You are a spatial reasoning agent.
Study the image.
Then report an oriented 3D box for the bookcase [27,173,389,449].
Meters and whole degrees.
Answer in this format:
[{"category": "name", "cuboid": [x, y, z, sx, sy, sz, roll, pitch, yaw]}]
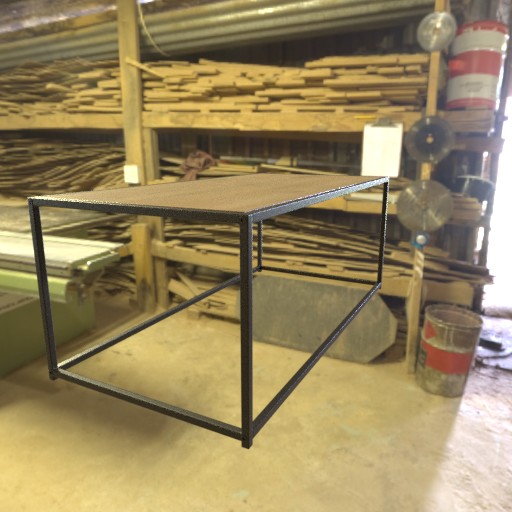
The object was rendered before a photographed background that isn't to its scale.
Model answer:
[{"category": "bookcase", "cuboid": [0.000, 0.000, 1.242, 0.500, 0.400, 1.000, 7, 15, 27]}]
